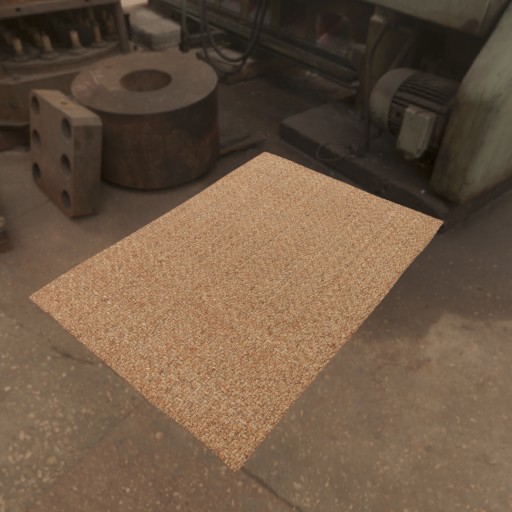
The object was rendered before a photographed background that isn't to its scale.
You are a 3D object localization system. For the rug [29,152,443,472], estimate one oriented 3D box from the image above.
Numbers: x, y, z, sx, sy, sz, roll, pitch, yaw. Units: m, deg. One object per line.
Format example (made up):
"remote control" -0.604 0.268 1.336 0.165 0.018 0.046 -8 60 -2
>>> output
"rug" 0.000 0.000 2.733 1.566 0.013 2.141 28 49 28
